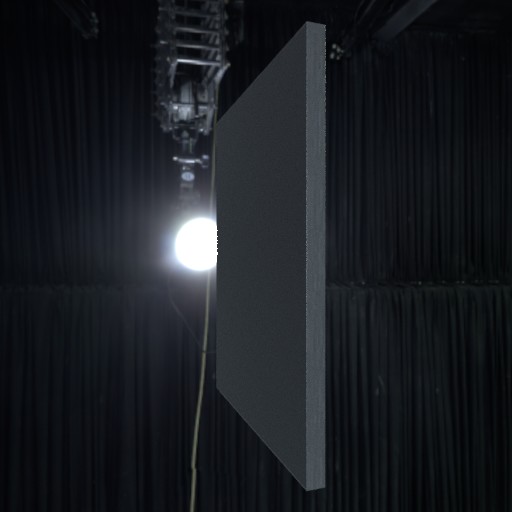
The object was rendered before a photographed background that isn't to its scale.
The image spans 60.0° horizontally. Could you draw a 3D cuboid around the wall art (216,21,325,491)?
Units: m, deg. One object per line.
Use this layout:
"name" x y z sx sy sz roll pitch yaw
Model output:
"wall art" 0.000 0.000 0.751 0.025 0.569 0.444 0 0 -19
